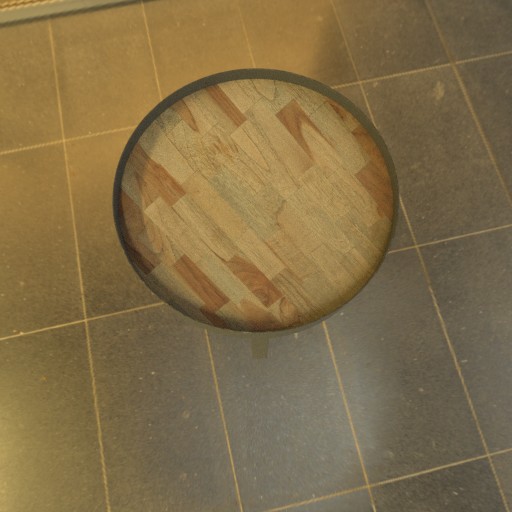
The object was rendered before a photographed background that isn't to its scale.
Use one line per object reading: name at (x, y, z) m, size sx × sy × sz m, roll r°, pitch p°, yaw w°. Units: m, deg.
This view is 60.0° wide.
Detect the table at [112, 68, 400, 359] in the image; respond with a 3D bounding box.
table at (0.000, 0.000, 0.959) m, size 0.406 × 0.686 × 0.406 m, roll -31°, pitch 76°, yaw -9°
